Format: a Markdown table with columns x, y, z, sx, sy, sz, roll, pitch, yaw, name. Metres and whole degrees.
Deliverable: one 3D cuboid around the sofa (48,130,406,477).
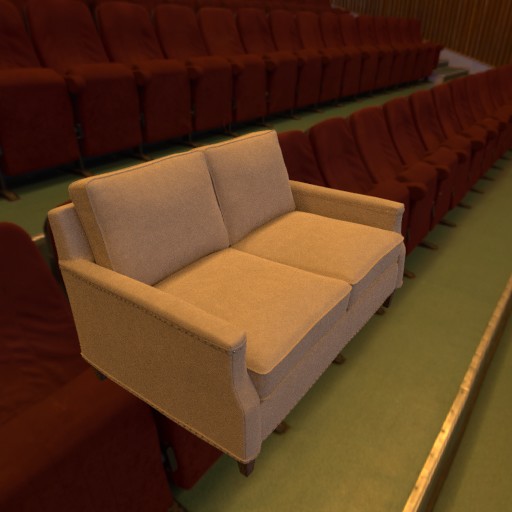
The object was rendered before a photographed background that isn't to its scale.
| x | y | z | sx | sy | sz | roll | pitch | yaw | name |
| --- | --- | --- | --- | --- | --- | --- | --- | --- | --- |
| 0.000 | 0.000 | 2.254 | 1.084 | 1.002 | 1.597 | 18 | 32 | 32 | sofa |
